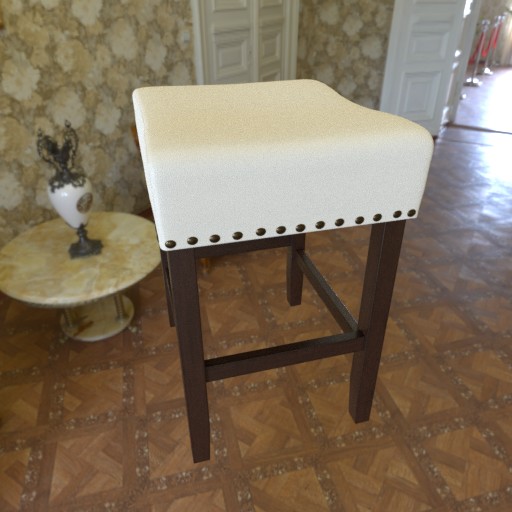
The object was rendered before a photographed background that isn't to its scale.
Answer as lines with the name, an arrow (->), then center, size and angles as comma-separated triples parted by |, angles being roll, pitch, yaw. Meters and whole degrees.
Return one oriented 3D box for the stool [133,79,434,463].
stool -> 0.000, 0.000, 0.910 | 0.401, 0.609, 0.471 | -8, 32, -13
